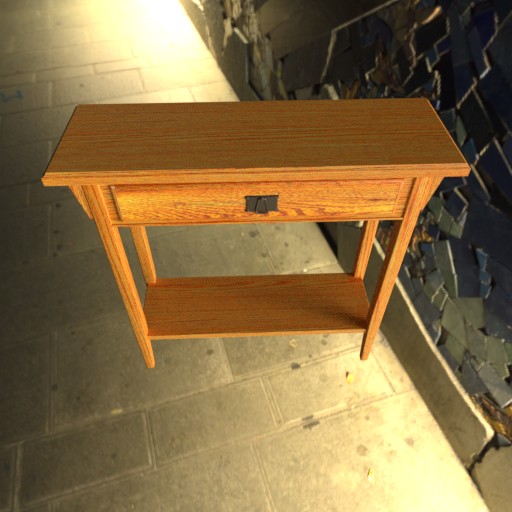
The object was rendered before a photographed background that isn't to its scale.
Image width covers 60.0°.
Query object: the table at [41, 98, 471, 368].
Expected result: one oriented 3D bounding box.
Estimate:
[{"bbox_3d":[0.000,0.000,1.125,0.762,0.711,0.254,-2,47,-2],"label":"table"}]
